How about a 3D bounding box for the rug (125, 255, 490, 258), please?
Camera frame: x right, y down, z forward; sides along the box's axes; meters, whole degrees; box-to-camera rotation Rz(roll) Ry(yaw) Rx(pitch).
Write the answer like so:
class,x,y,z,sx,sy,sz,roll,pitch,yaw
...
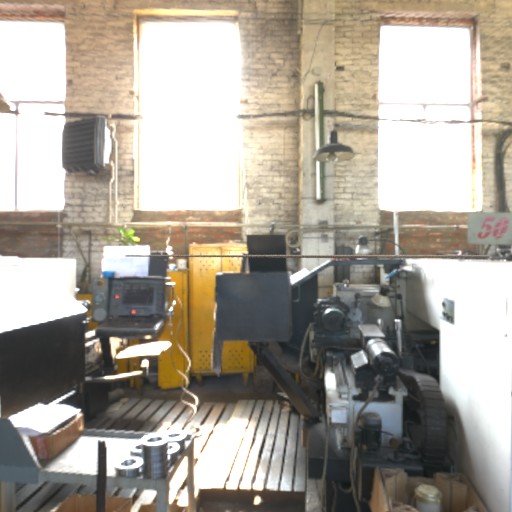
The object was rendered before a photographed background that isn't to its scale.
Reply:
class,x,y,z,sx,sy,sz,roll,pitch,yaw
rug,0.000,0.000,2.708,0.769,0.012,2.448,0,0,-36
